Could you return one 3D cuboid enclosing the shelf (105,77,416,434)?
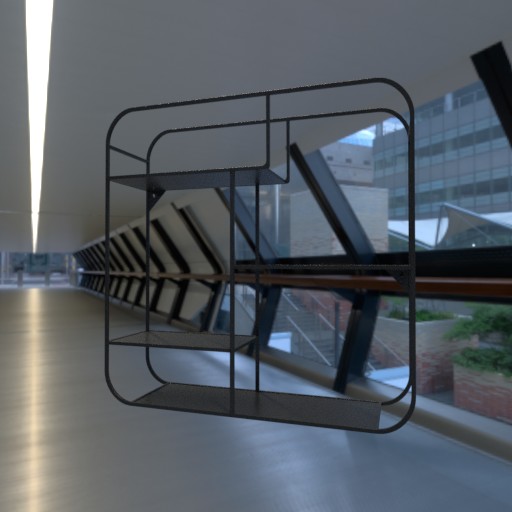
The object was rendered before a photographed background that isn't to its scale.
[{"bbox_3d":[0.000,0.000,0.895,0.600,0.600,0.160,0,-1,18],"label":"shelf"}]
